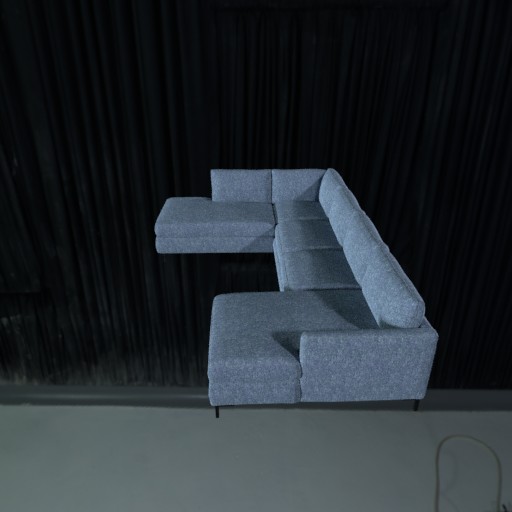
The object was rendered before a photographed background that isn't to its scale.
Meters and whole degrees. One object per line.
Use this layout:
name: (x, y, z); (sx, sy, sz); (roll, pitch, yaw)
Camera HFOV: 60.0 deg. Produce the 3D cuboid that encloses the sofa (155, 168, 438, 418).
sofa: (0.000, 0.000, 3.610); (1.879, 0.756, 2.737); (-1, 27, -2)
